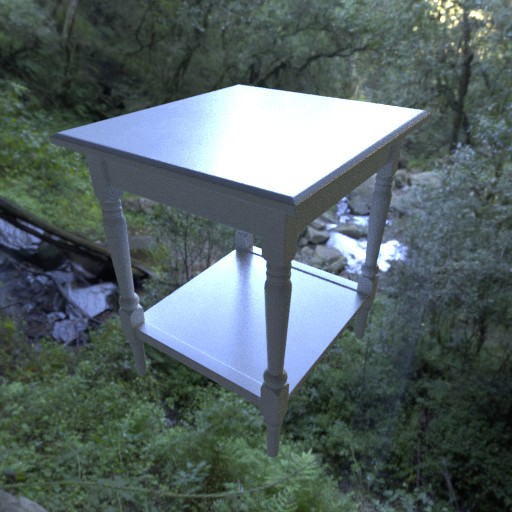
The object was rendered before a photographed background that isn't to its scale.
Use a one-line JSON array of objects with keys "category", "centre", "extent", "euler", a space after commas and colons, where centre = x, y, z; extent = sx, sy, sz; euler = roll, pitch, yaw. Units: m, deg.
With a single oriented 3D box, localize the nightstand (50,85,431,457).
[{"category": "nightstand", "centre": [0.000, 0.000, 0.919], "extent": [0.459, 0.555, 0.505], "euler": [20, 37, 29]}]
